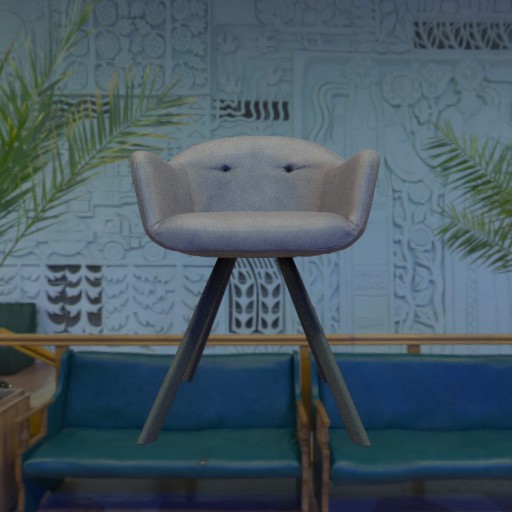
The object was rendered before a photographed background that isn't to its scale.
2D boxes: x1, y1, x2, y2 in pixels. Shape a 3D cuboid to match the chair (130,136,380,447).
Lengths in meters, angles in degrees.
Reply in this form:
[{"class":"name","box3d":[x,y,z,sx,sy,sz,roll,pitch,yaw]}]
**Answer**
[{"class":"chair","box3d":[0.000,0.000,1.178,0.567,0.781,0.544,0,-1,1]}]
